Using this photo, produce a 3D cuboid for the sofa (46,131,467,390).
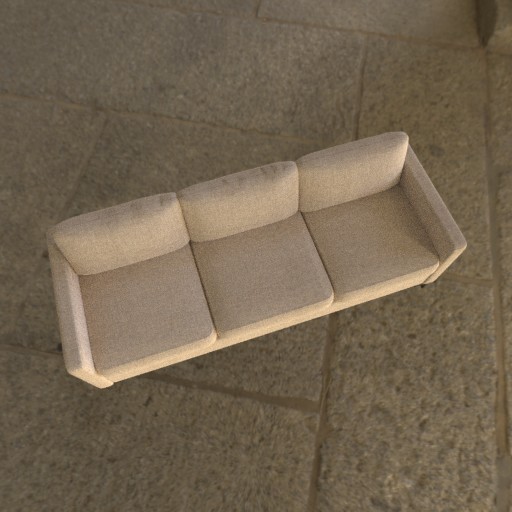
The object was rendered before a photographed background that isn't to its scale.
[{"bbox_3d":[0.000,0.000,2.660,2.218,0.874,0.859,-17,66,-8],"label":"sofa"}]
